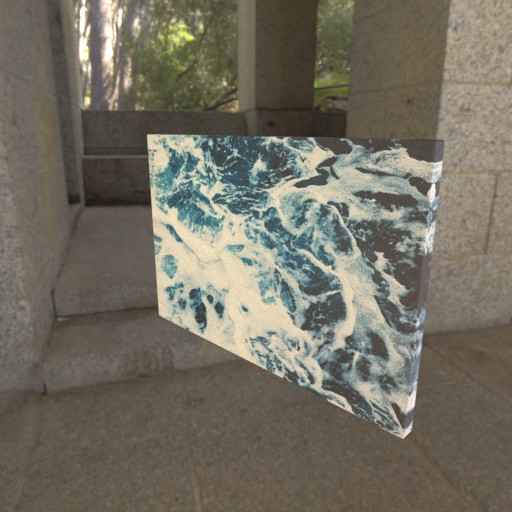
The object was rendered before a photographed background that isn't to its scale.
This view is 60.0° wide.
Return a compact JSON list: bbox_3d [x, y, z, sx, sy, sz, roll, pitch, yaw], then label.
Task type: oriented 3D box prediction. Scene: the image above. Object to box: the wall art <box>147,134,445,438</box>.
[{"bbox_3d":[0.000,0.000,1.170,0.915,0.610,0.042,15,22,42],"label":"wall art"}]
